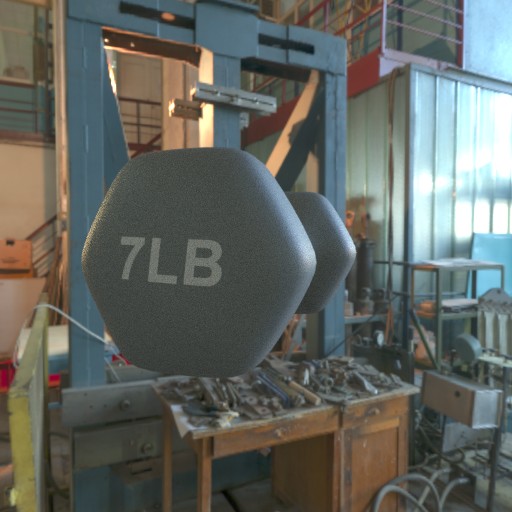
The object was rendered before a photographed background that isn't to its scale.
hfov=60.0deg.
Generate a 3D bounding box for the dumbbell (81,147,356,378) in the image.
[{"bbox_3d":[0.000,0.000,0.232,0.090,0.081,0.184,1,2,19],"label":"dumbbell"}]
